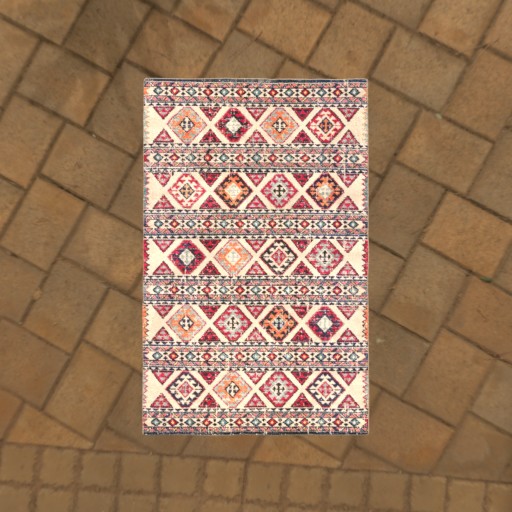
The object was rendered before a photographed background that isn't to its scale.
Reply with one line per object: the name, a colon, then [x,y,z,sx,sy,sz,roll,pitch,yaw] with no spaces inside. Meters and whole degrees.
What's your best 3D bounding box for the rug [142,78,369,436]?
rug: [0.000,0.000,3.024,1.545,0.010,2.440,0,89,0]
